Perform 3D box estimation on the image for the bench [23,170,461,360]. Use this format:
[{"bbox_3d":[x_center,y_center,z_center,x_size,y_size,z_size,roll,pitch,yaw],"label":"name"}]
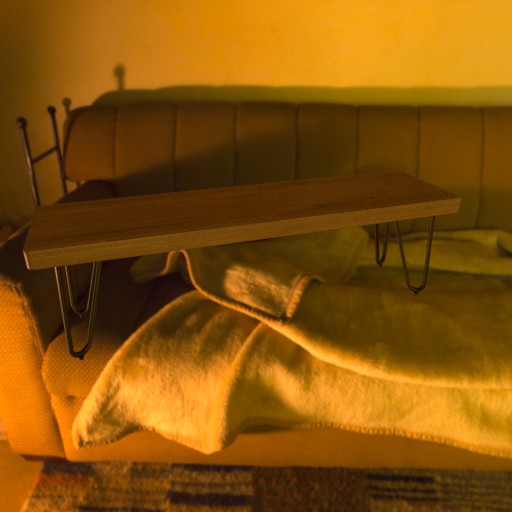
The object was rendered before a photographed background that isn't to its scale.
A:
[{"bbox_3d":[0.000,0.000,1.783,1.570,0.462,0.425,-8,27,-17],"label":"bench"}]
